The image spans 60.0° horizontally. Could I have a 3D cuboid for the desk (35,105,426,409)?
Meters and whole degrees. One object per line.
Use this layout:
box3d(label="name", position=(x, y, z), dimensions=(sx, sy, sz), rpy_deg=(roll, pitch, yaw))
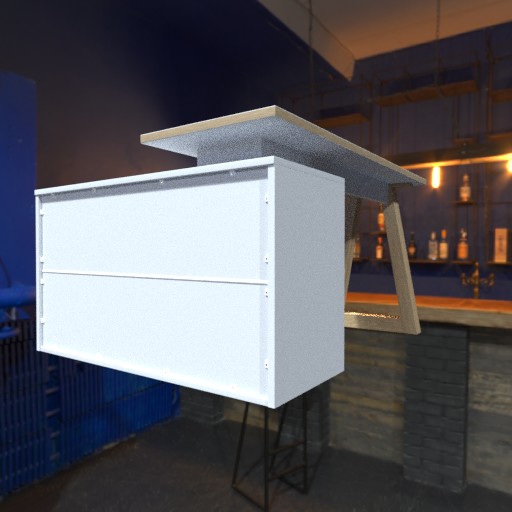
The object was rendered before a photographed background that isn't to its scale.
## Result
box3d(label="desk", position=(0.000, 0.000, 1.965), dimensions=(1.098, 0.755, 1.404), rpy_deg=(1, 1, 35))
